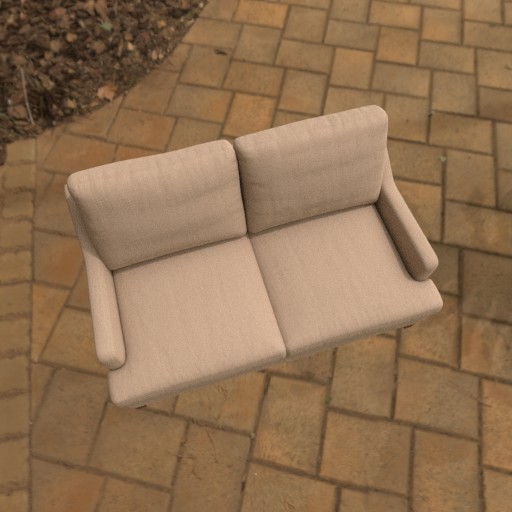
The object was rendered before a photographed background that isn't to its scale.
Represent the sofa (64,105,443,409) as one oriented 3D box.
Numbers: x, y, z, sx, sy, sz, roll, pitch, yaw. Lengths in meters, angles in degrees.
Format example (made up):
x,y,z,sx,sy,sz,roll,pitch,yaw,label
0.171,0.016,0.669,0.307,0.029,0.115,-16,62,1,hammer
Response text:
x,y,z,sx,sy,sz,roll,pitch,yaw,label
0.000,0.000,2.186,1.619,0.910,1.004,-15,65,-7,sofa
